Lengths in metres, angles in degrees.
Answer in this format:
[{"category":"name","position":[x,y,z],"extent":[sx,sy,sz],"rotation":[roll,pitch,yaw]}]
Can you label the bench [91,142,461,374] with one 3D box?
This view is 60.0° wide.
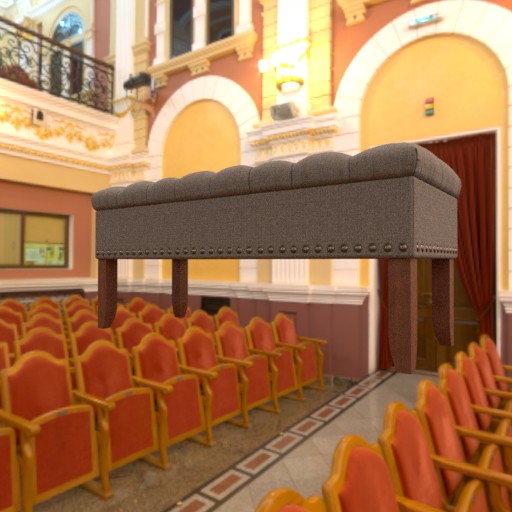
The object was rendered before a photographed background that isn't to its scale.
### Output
[{"category":"bench","position":[0.000,0.000,1.312],"extent":[1.052,0.470,0.417],"rotation":[0,-1,36]}]
